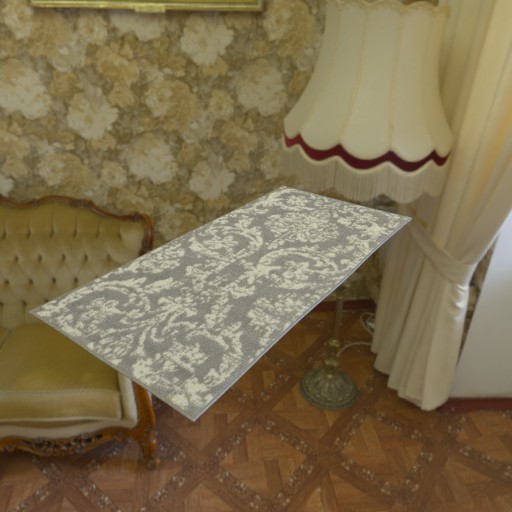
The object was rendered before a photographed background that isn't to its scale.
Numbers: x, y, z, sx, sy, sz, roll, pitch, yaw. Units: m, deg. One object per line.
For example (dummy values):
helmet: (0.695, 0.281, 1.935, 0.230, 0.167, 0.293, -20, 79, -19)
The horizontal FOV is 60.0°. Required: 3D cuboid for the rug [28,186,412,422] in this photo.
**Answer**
rug: (0.000, 0.000, 1.448, 0.604, 0.007, 1.219, 20, 34, 32)
